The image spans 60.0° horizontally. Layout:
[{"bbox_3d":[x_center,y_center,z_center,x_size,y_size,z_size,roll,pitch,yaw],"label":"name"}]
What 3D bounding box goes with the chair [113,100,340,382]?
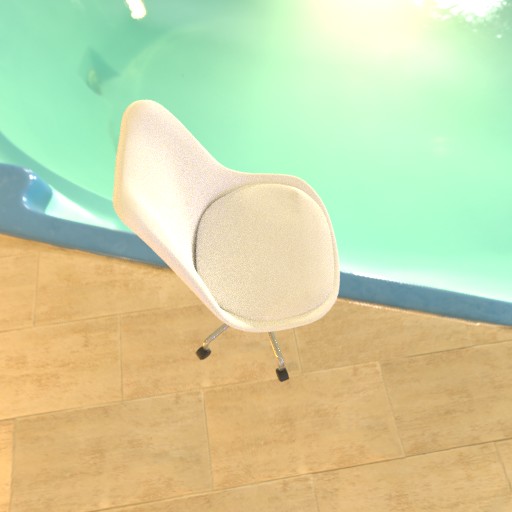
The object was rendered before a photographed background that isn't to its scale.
[{"bbox_3d":[0.000,0.000,1.276,0.550,0.930,0.550,-3,63,-1],"label":"chair"}]
